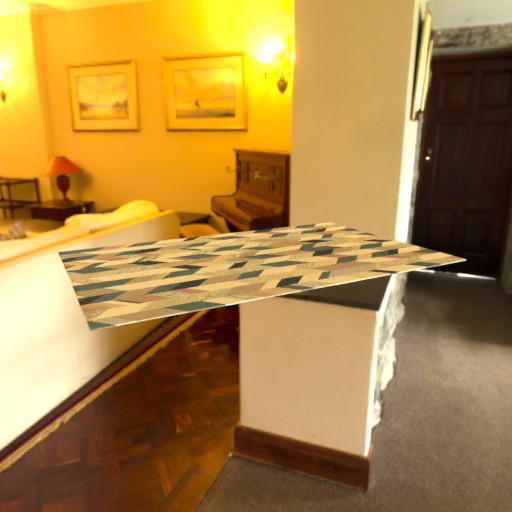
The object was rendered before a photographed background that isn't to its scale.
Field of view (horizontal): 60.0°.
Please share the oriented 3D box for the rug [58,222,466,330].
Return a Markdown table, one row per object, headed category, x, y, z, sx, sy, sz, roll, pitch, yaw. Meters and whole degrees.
| category | x | y | z | sx | sy | sz | roll | pitch | yaw |
| --- | --- | --- | --- | --- | --- | --- | --- | --- | --- |
| rug | 0.000 | 0.000 | 3.093 | 2.423 | 0.008 | 1.513 | -8 | 17 | -27 |
